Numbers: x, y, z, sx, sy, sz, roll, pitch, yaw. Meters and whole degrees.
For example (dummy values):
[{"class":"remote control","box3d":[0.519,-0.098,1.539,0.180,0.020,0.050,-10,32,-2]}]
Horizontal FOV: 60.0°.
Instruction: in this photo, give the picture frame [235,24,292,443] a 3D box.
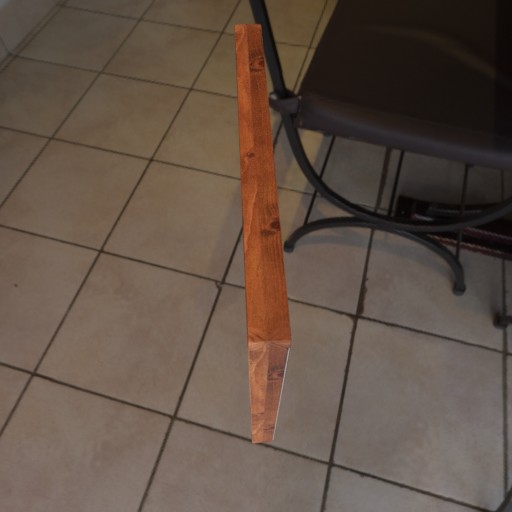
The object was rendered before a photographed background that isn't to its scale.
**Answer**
[{"class":"picture frame","box3d":[0.000,0.000,0.522,0.028,0.356,0.352,-2,58,-1]}]
